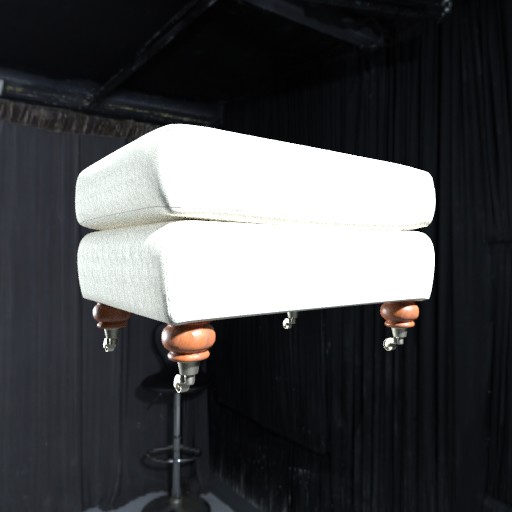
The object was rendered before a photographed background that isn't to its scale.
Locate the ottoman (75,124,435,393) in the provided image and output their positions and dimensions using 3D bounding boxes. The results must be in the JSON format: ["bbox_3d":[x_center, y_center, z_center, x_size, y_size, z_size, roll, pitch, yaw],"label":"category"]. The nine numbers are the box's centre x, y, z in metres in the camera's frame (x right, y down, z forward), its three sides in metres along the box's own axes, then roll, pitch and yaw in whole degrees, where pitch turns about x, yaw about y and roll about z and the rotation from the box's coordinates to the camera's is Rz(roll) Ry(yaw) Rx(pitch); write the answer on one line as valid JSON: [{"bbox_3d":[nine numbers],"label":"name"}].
[{"bbox_3d":[0.000,0.000,1.136,0.773,0.499,0.569,0,0,-36],"label":"ottoman"}]
